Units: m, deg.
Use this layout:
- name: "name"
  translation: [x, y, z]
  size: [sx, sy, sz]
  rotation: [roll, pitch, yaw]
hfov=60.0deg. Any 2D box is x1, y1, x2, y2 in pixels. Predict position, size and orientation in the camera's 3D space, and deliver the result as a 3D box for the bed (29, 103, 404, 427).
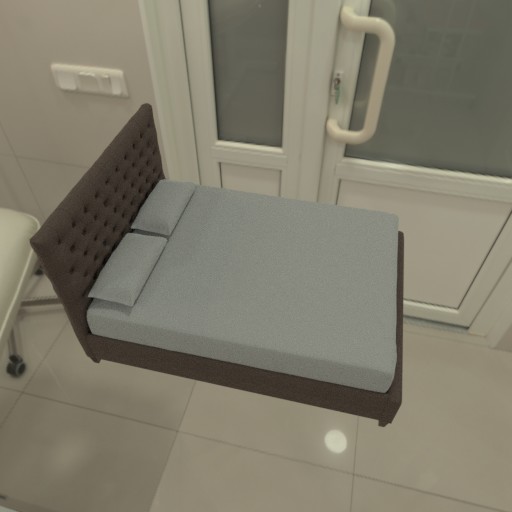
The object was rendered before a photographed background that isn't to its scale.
- name: "bed"
  translation: [0.000, 0.000, 3.460]
  size: [2.387, 1.427, 1.698]
  rotation: [10, 48, 9]
